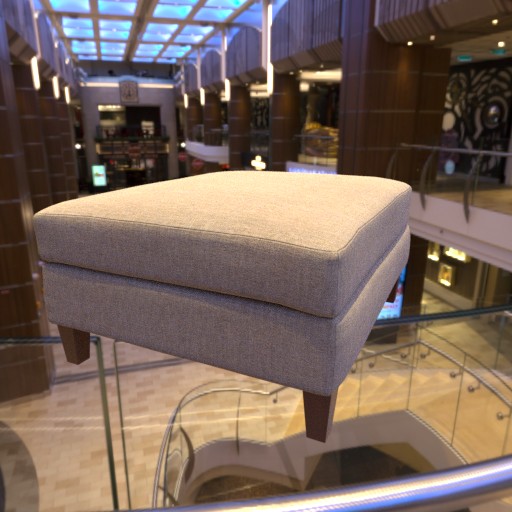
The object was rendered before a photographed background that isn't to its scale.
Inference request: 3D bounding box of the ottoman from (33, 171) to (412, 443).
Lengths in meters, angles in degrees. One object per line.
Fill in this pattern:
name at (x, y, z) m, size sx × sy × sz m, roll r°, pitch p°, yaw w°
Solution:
ottoman at (0.000, 0.000, 1.422) m, size 0.836 × 0.492 × 0.976 m, roll 8°, pitch 19°, yaw 25°
